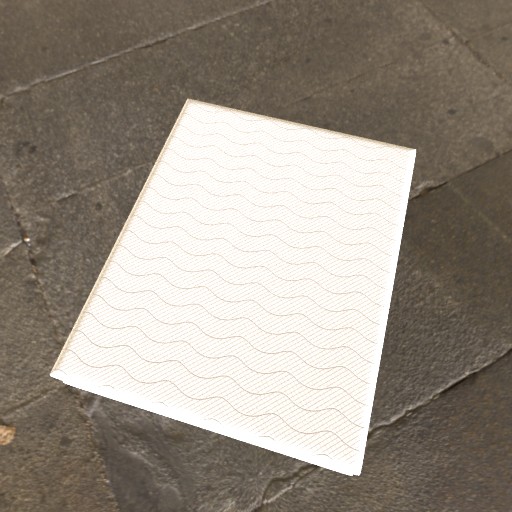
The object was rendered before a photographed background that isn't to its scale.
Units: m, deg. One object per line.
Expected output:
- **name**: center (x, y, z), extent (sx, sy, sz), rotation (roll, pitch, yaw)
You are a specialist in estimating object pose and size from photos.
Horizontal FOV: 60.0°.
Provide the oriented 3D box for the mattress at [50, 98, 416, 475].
- **mattress**: center (0.000, 0.000, 2.669), extent (1.600, 0.230, 2.000), rotation (15, 64, 7)
